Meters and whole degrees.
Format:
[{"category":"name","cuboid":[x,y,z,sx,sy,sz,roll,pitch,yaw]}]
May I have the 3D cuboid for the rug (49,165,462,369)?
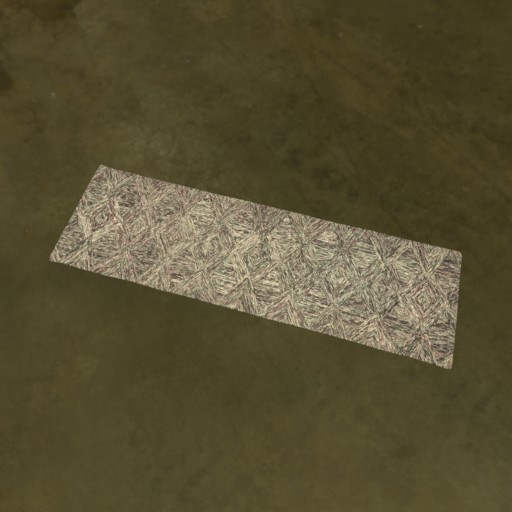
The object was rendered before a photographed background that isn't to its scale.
[{"category":"rug","cuboid":[0.000,0.000,2.576,2.305,0.013,0.719,14,65,7]}]
